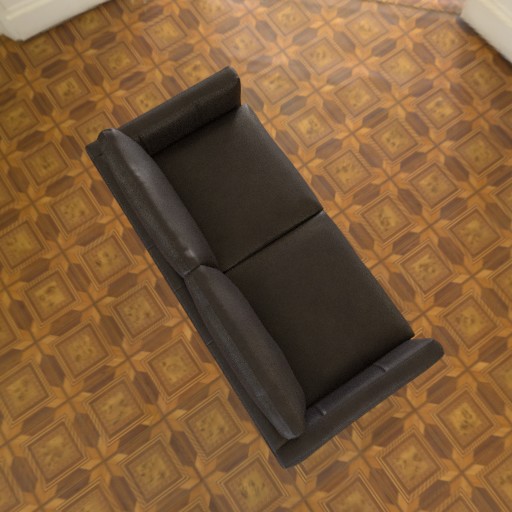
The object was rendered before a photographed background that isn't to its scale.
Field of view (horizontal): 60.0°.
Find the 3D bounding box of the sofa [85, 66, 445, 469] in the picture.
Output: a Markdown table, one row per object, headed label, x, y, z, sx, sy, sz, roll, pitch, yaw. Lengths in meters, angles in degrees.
| label | x | y | z | sx | sy | sz | roll | pitch | yaw |
| --- | --- | --- | --- | --- | --- | --- | --- | --- | --- |
| sofa | 0.000 | 0.000 | 2.284 | 0.947 | 0.883 | 1.805 | -35 | 79 | -8 |
